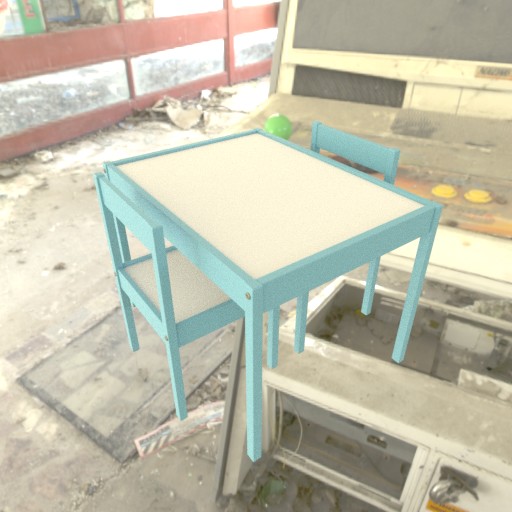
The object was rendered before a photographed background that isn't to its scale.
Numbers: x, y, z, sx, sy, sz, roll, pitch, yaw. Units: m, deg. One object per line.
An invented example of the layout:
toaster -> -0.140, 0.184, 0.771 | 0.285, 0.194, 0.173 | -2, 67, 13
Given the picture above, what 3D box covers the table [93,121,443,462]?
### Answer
table -> 0.000, 0.000, 1.115 | 0.633, 0.503, 0.639 | -22, 39, -30
